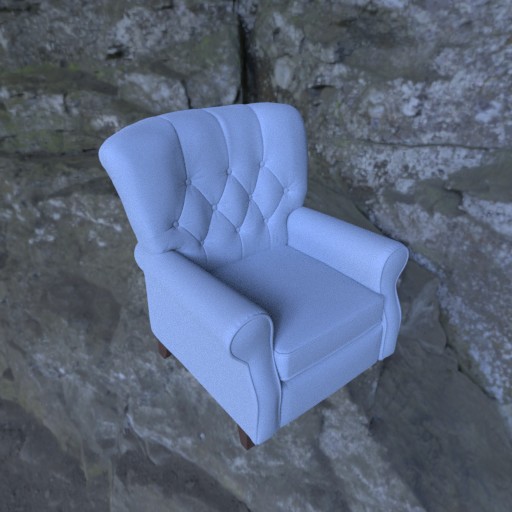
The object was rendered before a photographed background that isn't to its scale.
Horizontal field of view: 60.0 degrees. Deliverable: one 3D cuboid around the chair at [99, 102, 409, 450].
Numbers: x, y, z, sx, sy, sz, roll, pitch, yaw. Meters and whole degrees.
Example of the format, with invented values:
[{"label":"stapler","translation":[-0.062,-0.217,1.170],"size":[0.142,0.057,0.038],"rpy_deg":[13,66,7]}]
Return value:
[{"label":"chair","translation":[0.000,0.000,2.084],"size":[1.090,1.217,1.128],"rpy_deg":[-21,35,-33]}]
